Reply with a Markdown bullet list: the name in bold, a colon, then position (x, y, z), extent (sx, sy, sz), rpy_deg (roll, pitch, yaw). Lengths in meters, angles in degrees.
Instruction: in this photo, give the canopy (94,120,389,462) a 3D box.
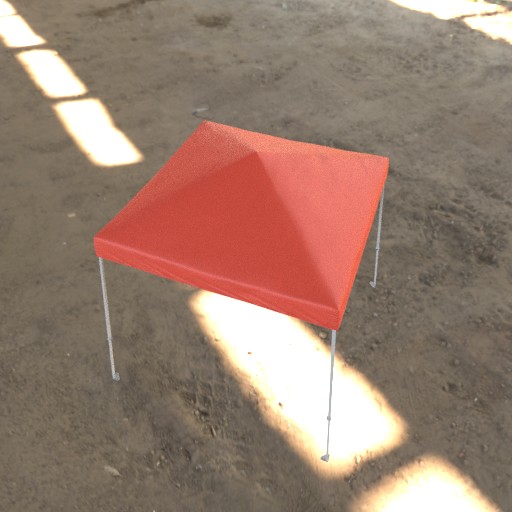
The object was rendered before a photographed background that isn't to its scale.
- **canopy**: position (0.000, 0.000, 5.244), extent (2.849, 2.850, 2.850), rpy_deg (16, 48, 15)
